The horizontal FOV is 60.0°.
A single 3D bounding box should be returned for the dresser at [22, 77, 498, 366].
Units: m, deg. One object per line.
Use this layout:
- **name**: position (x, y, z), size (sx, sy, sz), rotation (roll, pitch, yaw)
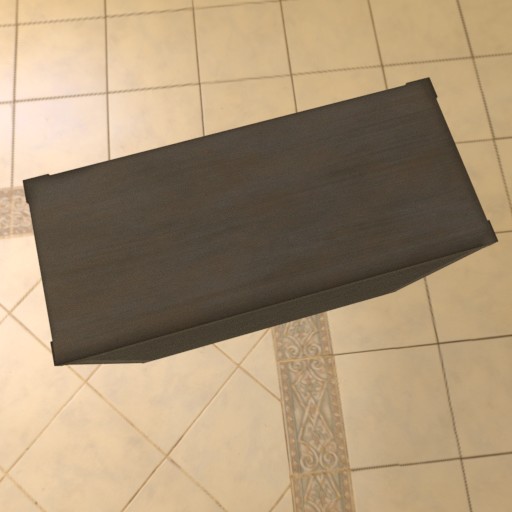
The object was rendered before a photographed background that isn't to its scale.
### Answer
- **dresser**: position (0.000, 0.000, 1.534), size (1.049, 0.986, 0.463), rotation (-15, 77, -4)
